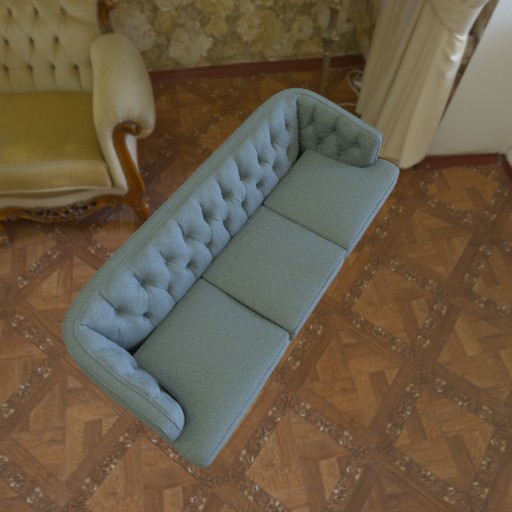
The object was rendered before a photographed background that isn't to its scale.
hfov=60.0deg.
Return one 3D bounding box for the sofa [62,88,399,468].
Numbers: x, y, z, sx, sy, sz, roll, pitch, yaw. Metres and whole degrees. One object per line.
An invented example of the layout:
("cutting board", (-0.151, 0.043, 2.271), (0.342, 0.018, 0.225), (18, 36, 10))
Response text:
("sofa", (0.000, 0.000, 2.727), (0.941, 0.855, 2.278), (30, 63, 17))
